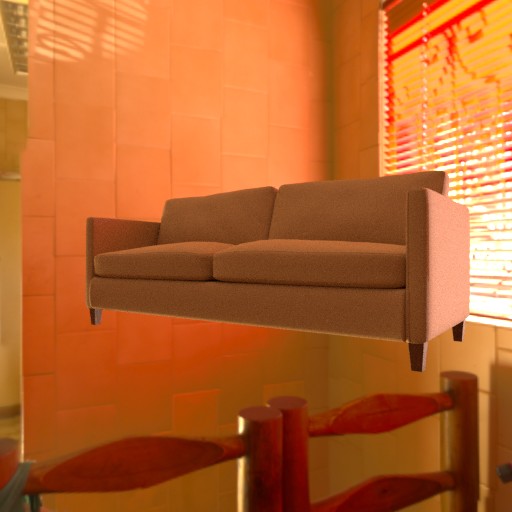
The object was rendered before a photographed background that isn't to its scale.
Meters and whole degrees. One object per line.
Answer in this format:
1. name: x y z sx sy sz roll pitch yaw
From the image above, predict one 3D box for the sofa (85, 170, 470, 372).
1. sofa: 0.000 0.000 2.834 2.361 0.968 0.951 0 0 35
